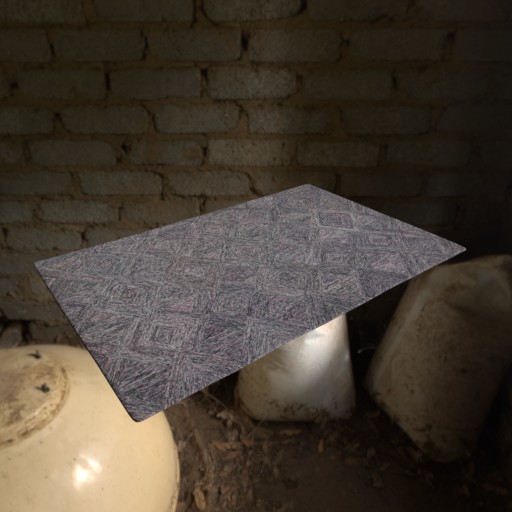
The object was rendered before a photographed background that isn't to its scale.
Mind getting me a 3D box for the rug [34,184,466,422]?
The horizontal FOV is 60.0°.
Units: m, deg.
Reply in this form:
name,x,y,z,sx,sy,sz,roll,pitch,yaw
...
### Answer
name,x,y,z,sx,sy,sz,roll,pitch,yaw
rug,0.000,0.000,2.134,1.752,0.013,1.158,-21,35,-32
